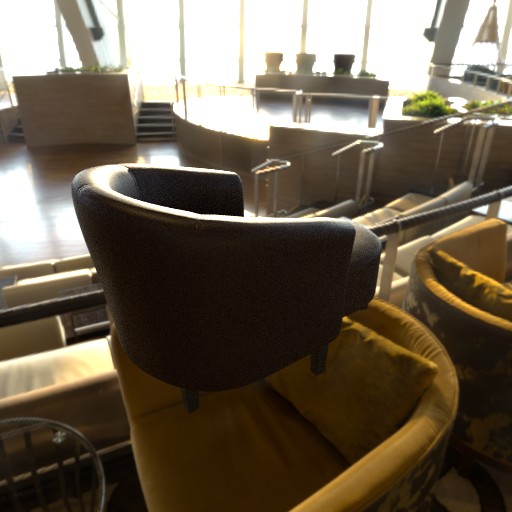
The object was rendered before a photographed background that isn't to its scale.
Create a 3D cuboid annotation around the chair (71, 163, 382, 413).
[{"bbox_3d":[0.000,0.000,1.643,1.176,0.755,0.737,-18,32,-31],"label":"chair"}]
